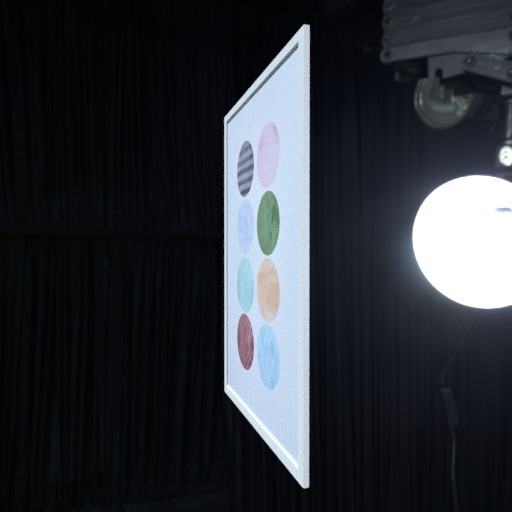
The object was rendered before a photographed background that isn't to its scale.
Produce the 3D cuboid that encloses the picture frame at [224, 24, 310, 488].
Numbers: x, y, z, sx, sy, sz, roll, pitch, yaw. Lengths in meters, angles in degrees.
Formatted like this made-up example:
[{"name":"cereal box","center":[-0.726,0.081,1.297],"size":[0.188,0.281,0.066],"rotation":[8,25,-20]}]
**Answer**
[{"name":"picture frame","center":[0.000,0.000,1.212],"size":[0.013,0.940,0.659],"rotation":[0,1,-18]}]
